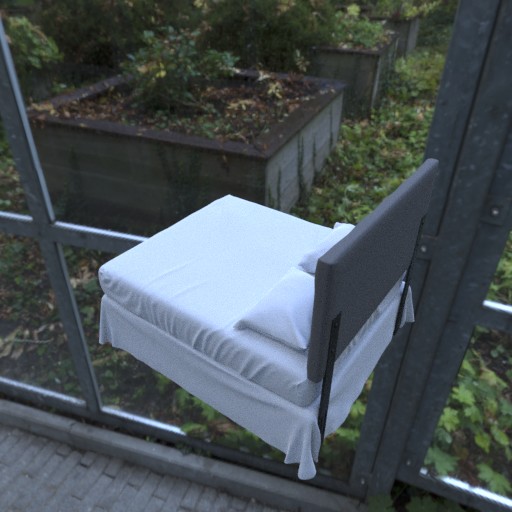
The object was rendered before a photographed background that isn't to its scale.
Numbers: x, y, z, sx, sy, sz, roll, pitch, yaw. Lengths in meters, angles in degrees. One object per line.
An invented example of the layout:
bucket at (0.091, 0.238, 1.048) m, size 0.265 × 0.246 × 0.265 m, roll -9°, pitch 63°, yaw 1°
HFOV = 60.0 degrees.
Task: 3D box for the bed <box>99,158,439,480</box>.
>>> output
bed at (0.000, 0.000, 3.532) m, size 2.222 × 1.577 × 1.936 m, roll 22°, pitch 39°, yaw 29°
